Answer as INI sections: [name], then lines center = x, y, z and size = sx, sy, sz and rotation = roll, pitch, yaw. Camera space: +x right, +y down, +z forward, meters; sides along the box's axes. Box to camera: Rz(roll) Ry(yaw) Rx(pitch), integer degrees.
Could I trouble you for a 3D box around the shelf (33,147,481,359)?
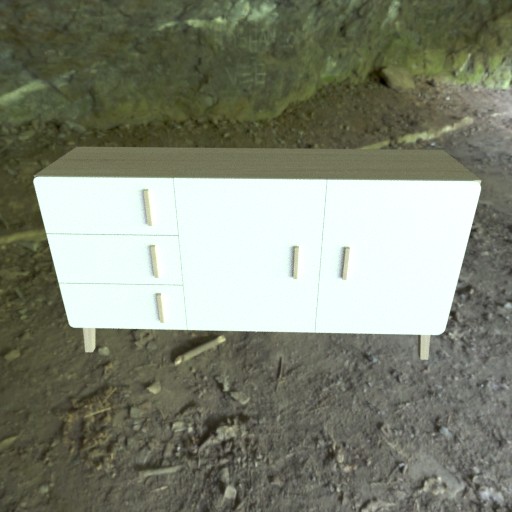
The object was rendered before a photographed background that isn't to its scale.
[shelf]
center = 0.000, 0.000, 1.812
size = 1.490, 0.780, 0.400
rotation = 1, 29, 2
